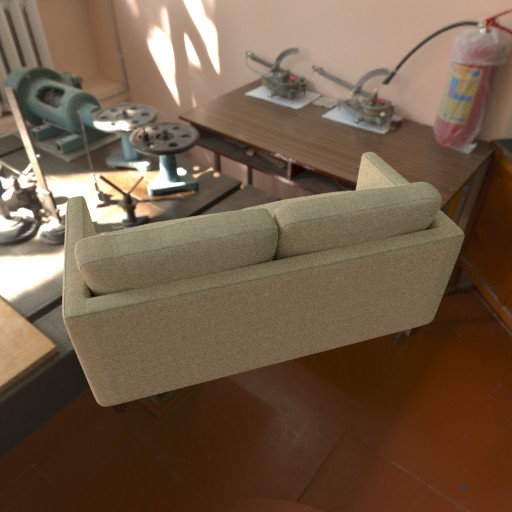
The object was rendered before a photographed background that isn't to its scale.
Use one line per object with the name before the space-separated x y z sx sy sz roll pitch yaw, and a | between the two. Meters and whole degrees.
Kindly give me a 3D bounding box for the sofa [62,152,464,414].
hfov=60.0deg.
sofa | 0.000 0.000 2.444 1.884 0.963 0.950 -11 41 -13
